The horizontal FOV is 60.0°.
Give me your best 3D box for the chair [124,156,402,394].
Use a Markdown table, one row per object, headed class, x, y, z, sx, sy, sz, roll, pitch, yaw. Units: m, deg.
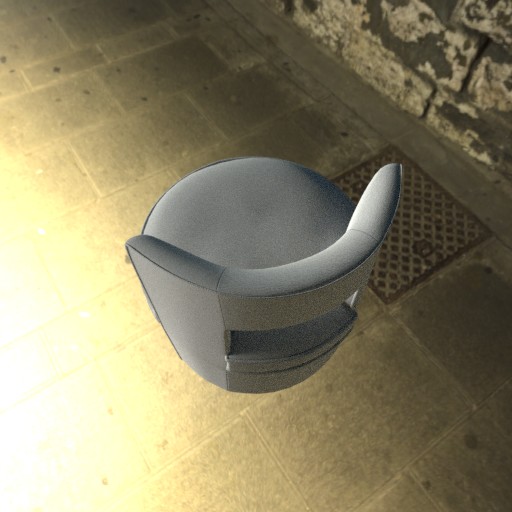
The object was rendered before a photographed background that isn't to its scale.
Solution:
| class | x | y | z | sx | sy | sz | roll | pitch | yaw |
| --- | --- | --- | --- | --- | --- | --- | --- | --- | --- |
| chair | 0.000 | 0.000 | 1.259 | 0.650 | 0.723 | 0.665 | -17 | 59 | -10 |
